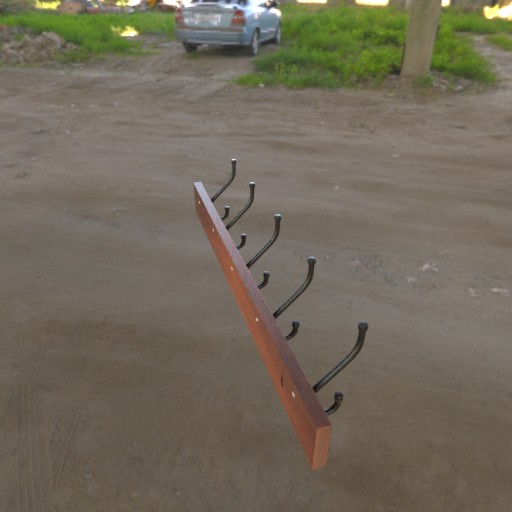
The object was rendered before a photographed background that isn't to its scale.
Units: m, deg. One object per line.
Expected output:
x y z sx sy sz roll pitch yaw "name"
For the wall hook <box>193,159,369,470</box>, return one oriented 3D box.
0.000 0.000 0.620 0.071 0.117 0.571 -9 33 -15 "wall hook"
